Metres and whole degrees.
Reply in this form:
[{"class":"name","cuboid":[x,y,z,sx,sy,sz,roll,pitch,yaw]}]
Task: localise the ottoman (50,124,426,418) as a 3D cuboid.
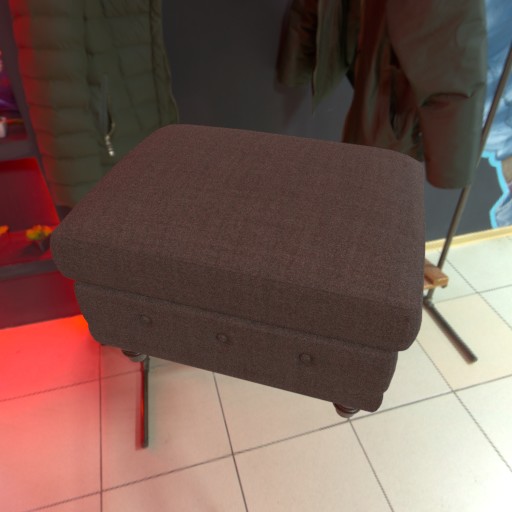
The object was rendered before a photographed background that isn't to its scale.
[{"class":"ottoman","cuboid":[0.000,0.000,1.211,0.809,0.555,0.599,11,41,13]}]
